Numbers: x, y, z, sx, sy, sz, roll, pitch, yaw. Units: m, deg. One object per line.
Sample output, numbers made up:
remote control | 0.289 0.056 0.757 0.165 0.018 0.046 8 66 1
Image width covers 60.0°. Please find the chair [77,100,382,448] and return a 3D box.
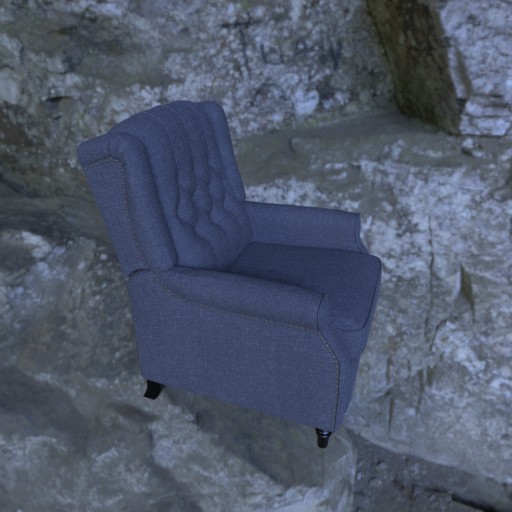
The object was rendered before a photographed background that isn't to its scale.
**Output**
chair | 0.000 0.000 1.639 0.898 1.035 0.742 10 30 18
